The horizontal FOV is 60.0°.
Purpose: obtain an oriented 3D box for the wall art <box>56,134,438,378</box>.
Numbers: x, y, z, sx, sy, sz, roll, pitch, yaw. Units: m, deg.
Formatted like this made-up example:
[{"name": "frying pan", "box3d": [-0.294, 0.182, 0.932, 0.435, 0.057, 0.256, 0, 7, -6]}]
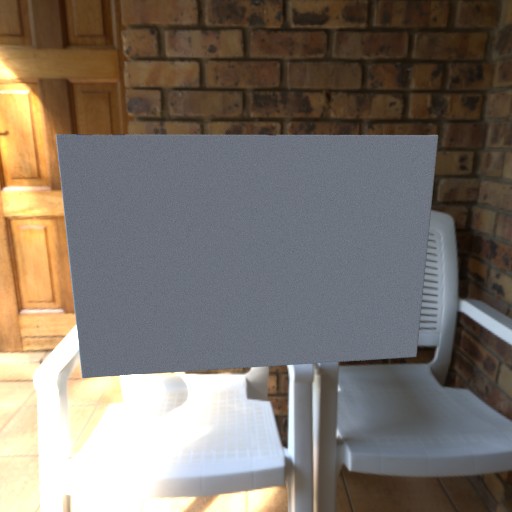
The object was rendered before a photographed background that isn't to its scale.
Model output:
[{"name": "wall art", "box3d": [0.000, 0.000, 1.128, 0.894, 0.595, 0.057, -2, 15, -7]}]
